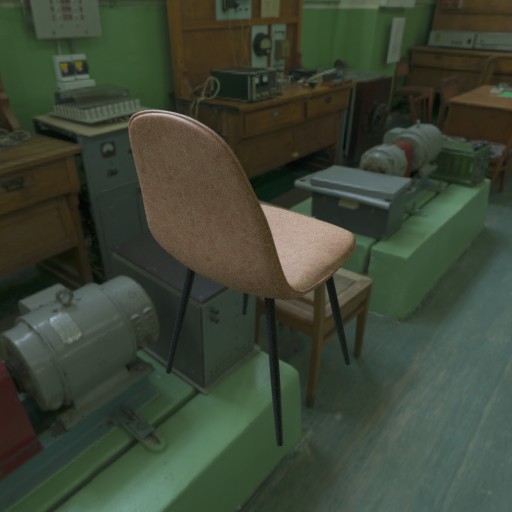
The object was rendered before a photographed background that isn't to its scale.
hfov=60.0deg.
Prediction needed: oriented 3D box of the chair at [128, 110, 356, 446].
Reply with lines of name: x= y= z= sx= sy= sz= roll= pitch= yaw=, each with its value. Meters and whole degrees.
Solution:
chair: x=0.000 y=0.000 z=1.262 sx=0.472 sy=0.889 sz=0.561 roll=21 pitch=36 yaw=32
